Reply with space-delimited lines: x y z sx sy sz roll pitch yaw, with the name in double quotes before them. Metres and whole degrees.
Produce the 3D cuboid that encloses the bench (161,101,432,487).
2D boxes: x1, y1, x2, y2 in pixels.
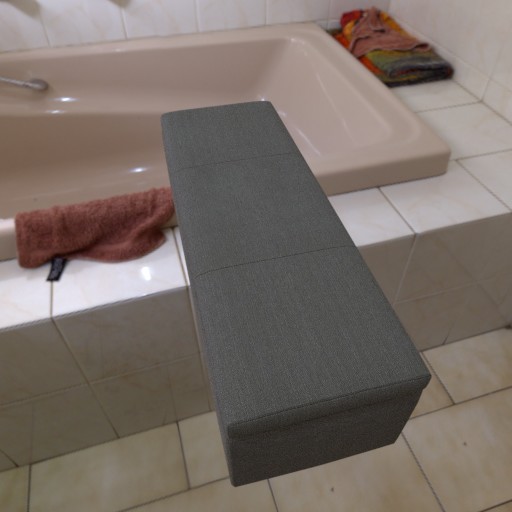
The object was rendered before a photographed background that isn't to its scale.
"bench" 0.000 0.000 1.437 0.446 0.438 1.269 -10 47 -10
